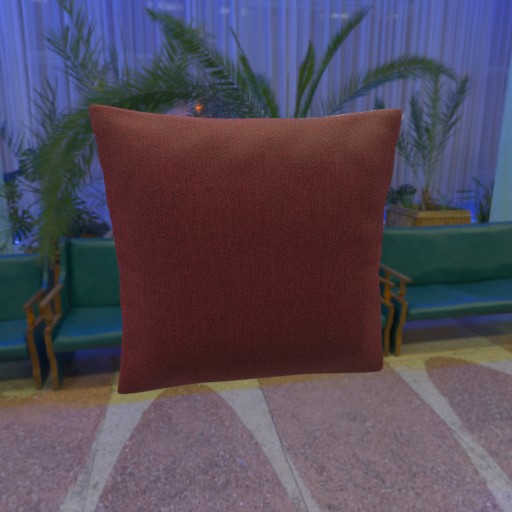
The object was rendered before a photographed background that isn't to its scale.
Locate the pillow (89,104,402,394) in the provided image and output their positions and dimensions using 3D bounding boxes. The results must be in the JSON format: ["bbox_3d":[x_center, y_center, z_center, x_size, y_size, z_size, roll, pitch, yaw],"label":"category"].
[{"bbox_3d":[0.000,0.000,0.777,0.513,0.497,0.166,-2,15,-9],"label":"pillow"}]
